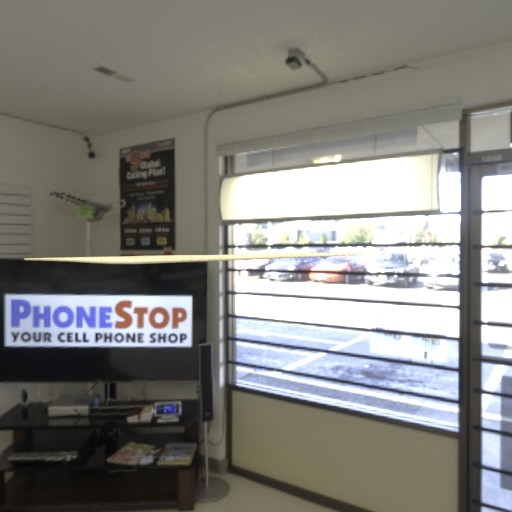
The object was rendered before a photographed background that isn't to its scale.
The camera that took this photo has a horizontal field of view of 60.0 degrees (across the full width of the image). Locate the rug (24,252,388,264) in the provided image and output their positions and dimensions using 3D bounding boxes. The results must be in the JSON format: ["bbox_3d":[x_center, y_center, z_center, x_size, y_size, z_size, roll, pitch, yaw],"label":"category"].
[{"bbox_3d":[0.000,0.000,2.725,0.770,0.016,2.442,1,1,36],"label":"rug"}]
